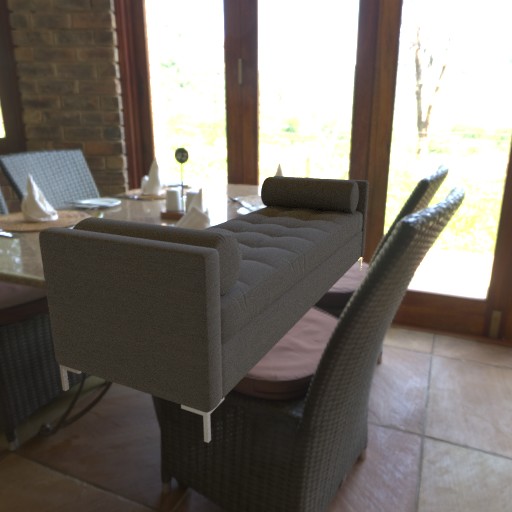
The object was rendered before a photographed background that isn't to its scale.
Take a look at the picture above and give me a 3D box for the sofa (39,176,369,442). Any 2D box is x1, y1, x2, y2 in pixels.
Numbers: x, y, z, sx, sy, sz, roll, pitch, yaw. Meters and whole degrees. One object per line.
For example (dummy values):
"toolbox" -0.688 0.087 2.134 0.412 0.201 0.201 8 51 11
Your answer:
"sofa" 0.000 0.000 2.295 0.686 0.635 1.981 8 18 26
